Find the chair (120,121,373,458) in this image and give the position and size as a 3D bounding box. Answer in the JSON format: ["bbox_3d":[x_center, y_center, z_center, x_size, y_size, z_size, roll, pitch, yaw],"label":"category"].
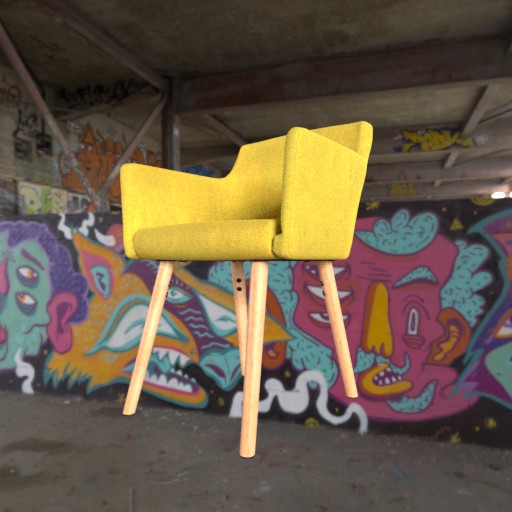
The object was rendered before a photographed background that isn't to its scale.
[{"bbox_3d":[0.000,0.000,1.192,0.570,0.780,0.570,0,-1,38],"label":"chair"}]
